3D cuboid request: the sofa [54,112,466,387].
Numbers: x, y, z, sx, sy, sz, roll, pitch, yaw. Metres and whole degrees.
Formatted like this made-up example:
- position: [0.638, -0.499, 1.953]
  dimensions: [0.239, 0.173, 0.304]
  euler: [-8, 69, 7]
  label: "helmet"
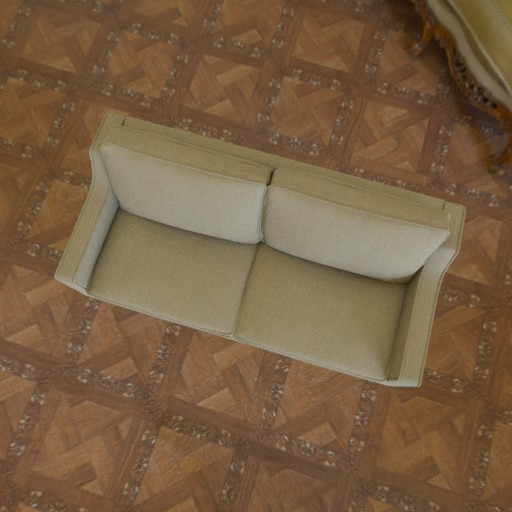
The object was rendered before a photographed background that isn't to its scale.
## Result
- position: [0.000, 0.000, 2.794]
  dimensions: [2.178, 1.071, 1.066]
  euler: [16, 75, 4]
  label: "sofa"
